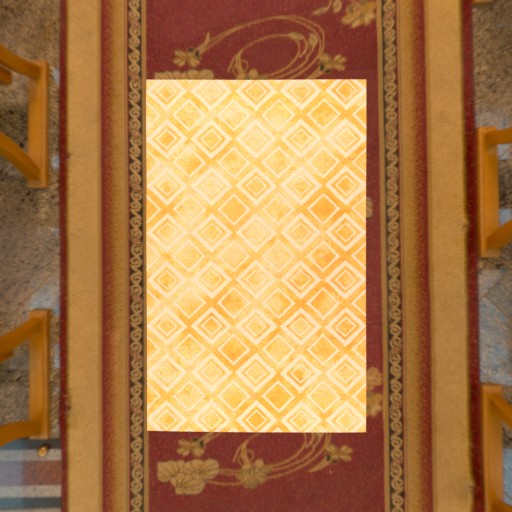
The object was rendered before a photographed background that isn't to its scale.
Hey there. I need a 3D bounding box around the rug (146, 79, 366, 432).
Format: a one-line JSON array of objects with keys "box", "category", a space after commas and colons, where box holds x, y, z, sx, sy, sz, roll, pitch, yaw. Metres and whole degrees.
[{"box": [0.000, 0.000, 3.047, 1.511, 0.010, 2.424, 0, 90, 1], "category": "rug"}]
